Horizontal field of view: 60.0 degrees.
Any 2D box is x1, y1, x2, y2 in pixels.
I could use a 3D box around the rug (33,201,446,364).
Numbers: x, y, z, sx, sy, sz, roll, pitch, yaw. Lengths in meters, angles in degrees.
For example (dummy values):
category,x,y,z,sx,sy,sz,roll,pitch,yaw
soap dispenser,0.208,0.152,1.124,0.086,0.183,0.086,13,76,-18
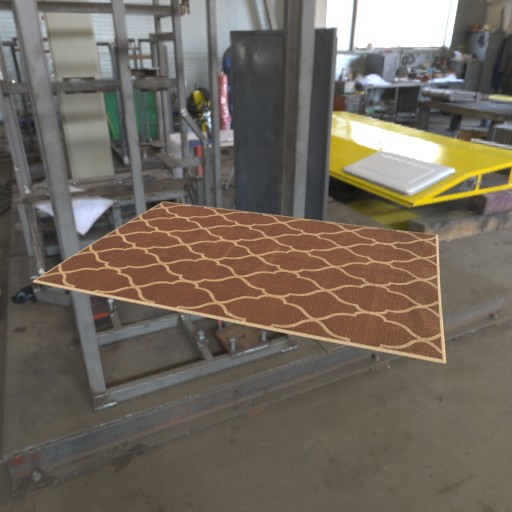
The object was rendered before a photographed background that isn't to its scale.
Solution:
category,x,y,z,sx,sy,sz,roll,pitch,yaw
rug,0.000,0.000,2.930,2.290,0.014,1.526,9,27,17
